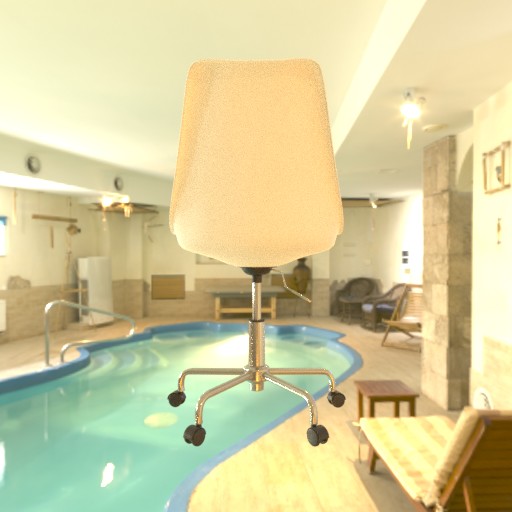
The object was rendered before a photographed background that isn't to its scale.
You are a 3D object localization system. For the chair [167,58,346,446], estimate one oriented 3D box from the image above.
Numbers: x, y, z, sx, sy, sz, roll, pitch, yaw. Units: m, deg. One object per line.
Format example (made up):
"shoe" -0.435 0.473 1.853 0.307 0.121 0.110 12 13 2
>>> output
"chair" 0.000 0.000 1.292 0.550 0.930 0.550 0 0 1
